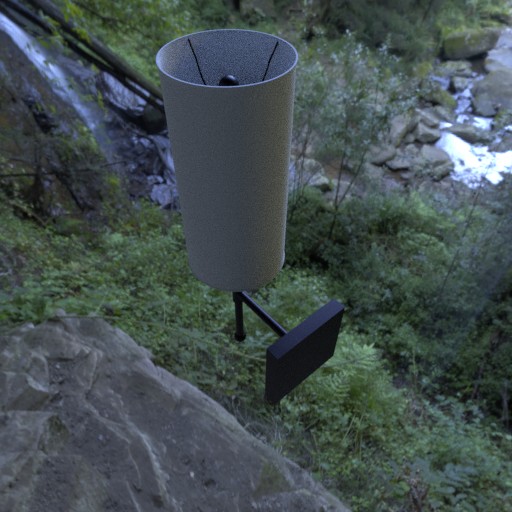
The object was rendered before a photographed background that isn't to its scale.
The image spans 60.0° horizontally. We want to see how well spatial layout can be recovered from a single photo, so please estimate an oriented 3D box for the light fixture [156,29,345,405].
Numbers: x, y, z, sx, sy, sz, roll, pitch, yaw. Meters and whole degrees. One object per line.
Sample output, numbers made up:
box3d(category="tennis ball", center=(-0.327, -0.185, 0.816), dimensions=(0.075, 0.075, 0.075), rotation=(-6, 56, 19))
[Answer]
box3d(category="light fixture", center=(0.000, 0.000, 0.547), dimensions=(0.128, 0.462, 0.208), rotation=(-32, 54, -27))
